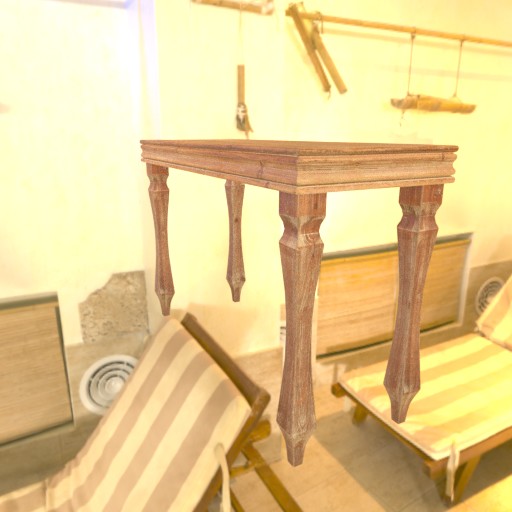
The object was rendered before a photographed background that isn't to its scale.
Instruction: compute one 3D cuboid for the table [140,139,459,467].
[{"bbox_3d":[0.000,0.000,1.750,0.522,0.873,1.330,-8,18,-27],"label":"table"}]
